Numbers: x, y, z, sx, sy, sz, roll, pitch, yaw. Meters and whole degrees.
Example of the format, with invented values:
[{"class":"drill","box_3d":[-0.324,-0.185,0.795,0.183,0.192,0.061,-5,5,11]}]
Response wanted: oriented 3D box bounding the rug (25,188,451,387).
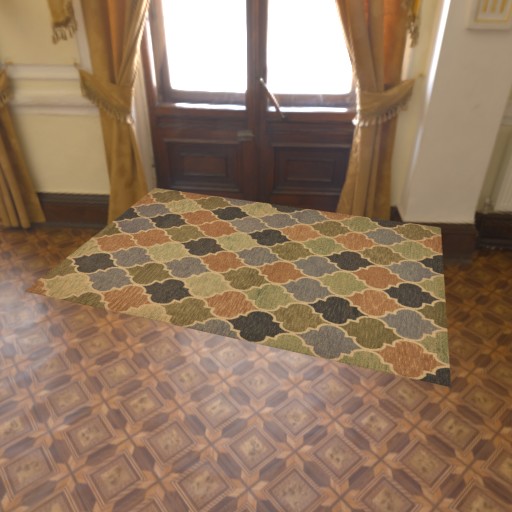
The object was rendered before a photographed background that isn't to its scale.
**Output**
[{"class":"rug","box_3d":[0.000,0.000,2.851,2.284,0.006,1.521,10,34,15]}]
